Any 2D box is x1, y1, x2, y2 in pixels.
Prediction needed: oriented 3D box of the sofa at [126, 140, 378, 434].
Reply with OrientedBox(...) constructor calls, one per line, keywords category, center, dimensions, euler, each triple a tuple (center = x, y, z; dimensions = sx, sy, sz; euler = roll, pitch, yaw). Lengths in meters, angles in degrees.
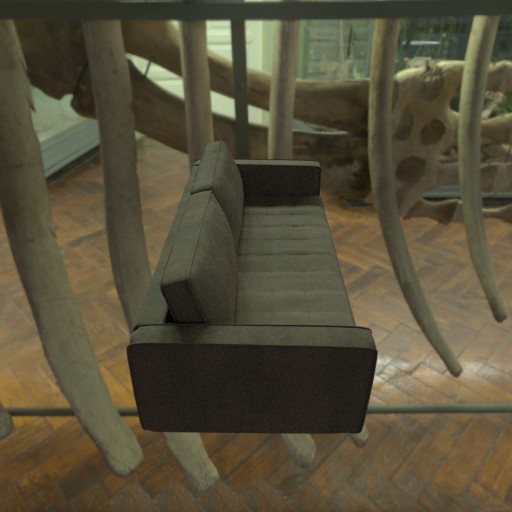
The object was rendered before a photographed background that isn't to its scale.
OrientedBox(category="sofa", center=(0.000, 0.000, 2.470), dimensions=(0.924, 0.825, 1.920), euler=(0, 32, 1))
